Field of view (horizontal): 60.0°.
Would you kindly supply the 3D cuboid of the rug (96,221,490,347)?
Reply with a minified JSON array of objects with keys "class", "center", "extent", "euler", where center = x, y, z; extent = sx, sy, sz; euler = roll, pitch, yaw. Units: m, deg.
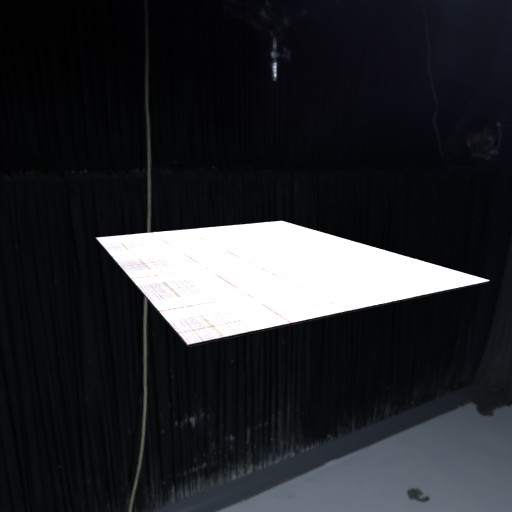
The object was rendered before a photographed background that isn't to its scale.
[{"class":"rug","center":[0.000,0.000,3.998],"extent":[2.317,0.016,2.959],"euler":[-7,16,-27]}]
